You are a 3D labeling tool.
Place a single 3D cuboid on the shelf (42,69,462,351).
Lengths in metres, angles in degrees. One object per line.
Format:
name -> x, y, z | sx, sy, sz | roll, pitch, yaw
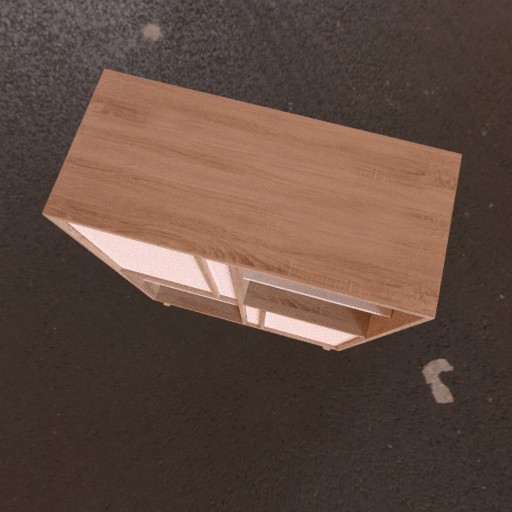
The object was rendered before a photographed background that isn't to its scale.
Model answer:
shelf -> 0.000, 0.000, 1.811 | 1.000, 1.390, 0.450 | 15, 75, 4
